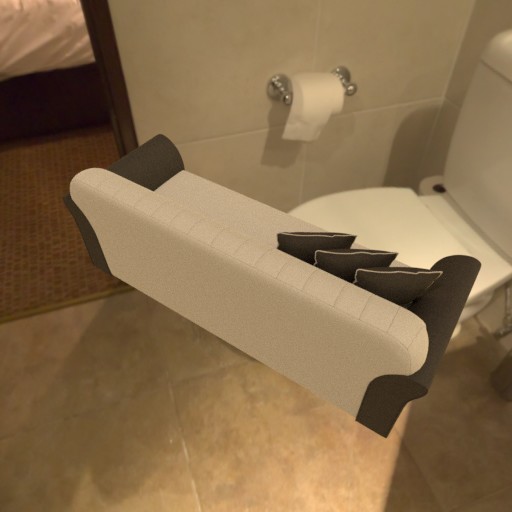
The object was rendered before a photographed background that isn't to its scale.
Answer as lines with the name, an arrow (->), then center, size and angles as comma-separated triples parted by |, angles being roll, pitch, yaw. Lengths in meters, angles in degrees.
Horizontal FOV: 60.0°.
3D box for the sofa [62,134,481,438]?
sofa -> 0.000, 0.000, 2.345 | 2.001, 0.787, 0.755 | 26, 52, 22
